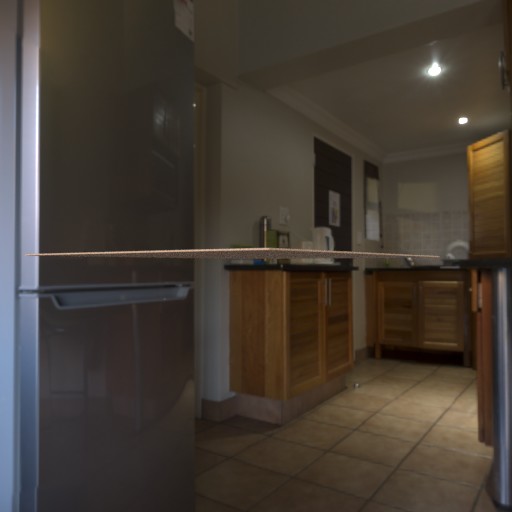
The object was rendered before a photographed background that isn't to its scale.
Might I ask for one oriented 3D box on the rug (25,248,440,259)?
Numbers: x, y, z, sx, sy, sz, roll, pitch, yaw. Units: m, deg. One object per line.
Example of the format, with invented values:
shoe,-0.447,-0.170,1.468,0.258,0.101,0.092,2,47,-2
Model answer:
rug,0.000,0.000,4.039,2.439,0.013,3.048,-1,-1,37
